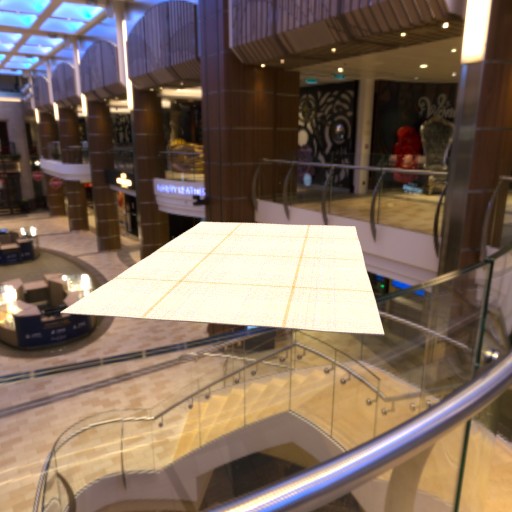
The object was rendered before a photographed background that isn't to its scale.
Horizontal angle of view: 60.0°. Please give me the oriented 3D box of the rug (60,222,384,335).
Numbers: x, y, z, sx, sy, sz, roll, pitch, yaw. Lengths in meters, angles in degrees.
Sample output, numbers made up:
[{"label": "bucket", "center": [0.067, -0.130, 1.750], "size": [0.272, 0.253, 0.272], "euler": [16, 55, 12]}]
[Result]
[{"label": "rug", "center": [0.000, 0.000, 3.194], "size": [1.527, 0.016, 2.442], "euler": [2, 15, 9]}]
